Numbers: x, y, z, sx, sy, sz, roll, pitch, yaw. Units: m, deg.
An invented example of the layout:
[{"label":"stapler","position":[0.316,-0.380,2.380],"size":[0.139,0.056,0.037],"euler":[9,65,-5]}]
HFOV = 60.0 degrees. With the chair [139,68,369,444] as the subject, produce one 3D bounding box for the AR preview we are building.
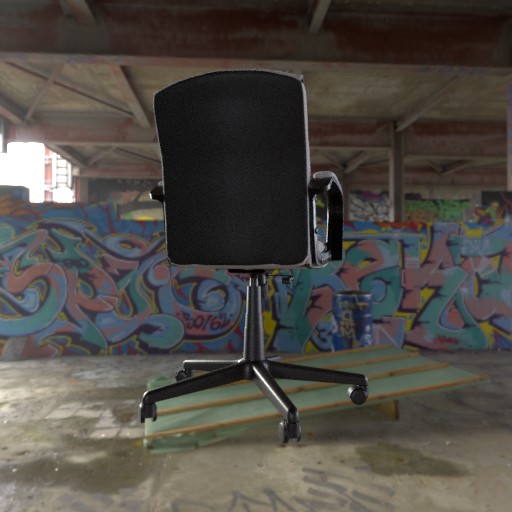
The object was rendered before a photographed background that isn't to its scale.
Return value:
[{"label":"chair","position":[0.000,0.000,1.516],"size":[0.739,1.004,0.717],"euler":[0,-1,16]}]
